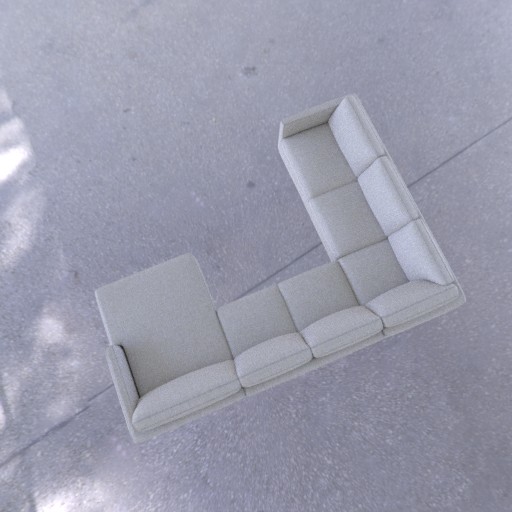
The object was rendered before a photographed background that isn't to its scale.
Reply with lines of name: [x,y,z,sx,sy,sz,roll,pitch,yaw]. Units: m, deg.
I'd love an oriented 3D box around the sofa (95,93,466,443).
sofa: [0.000,0.000,4.626,3.403,0.889,2.551,-22,76,-6]
